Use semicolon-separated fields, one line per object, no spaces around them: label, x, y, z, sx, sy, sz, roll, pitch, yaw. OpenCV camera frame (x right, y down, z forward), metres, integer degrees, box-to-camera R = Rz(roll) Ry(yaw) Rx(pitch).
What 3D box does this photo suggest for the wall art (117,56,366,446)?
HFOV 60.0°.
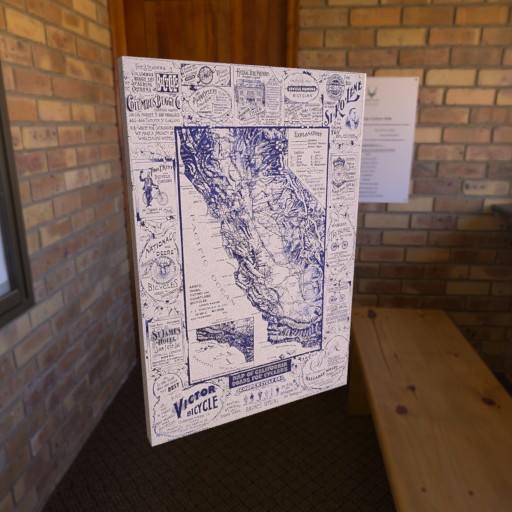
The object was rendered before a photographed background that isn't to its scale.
wall art;0.000;0.000;0.953;0.511;0.753;0.039;-8;18;-26
